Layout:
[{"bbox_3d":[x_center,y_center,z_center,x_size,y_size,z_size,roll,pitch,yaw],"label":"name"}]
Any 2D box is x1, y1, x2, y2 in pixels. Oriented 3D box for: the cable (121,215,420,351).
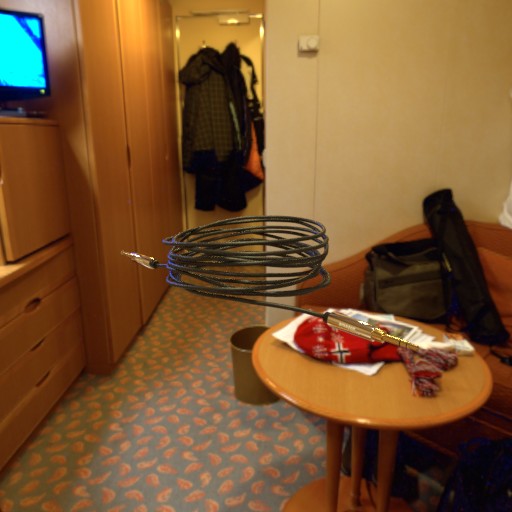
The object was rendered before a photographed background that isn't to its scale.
[{"bbox_3d":[0.000,0.000,0.509,0.198,0.069,0.432,-15,21,-43],"label":"cable"}]
